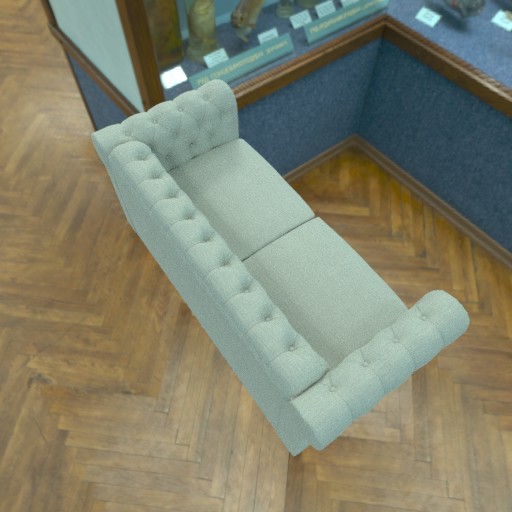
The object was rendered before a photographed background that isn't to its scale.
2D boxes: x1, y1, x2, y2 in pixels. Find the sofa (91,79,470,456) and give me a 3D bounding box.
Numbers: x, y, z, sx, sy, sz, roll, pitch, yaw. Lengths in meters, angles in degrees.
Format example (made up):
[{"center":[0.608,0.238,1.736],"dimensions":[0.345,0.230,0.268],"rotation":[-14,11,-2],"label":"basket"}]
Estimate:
[{"center":[0.000,0.000,2.236],"dimensions":[0.783,0.797,1.798],"rotation":[-31,63,-18],"label":"sofa"}]
